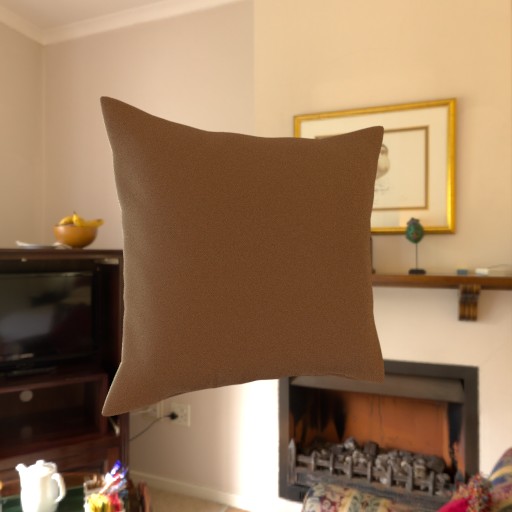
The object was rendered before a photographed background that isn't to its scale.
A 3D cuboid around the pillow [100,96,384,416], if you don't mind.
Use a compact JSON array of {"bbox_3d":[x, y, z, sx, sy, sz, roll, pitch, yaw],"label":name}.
[{"bbox_3d":[0.000,0.000,0.680,0.453,0.443,0.168,0,0,-17],"label":"pillow"}]
